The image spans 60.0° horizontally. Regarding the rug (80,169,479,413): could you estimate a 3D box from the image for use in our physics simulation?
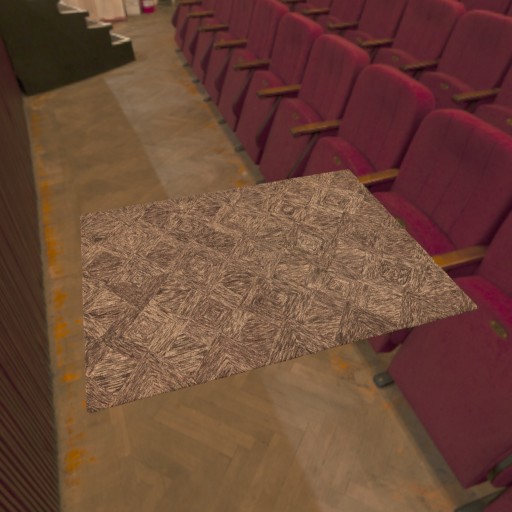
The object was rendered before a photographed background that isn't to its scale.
[{"bbox_3d":[0.000,0.000,4.269,3.204,0.017,2.448,-12,42,-13],"label":"rug"}]
